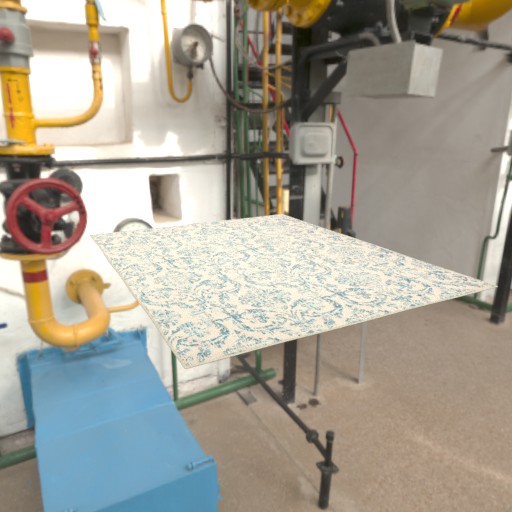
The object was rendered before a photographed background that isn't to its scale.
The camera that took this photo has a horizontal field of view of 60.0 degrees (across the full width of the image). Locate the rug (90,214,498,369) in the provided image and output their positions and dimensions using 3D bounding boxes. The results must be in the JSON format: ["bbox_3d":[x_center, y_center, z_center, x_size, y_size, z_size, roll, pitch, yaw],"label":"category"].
[{"bbox_3d":[0.000,0.000,3.916,2.363,0.012,2.980,-9,19,-27],"label":"rug"}]
